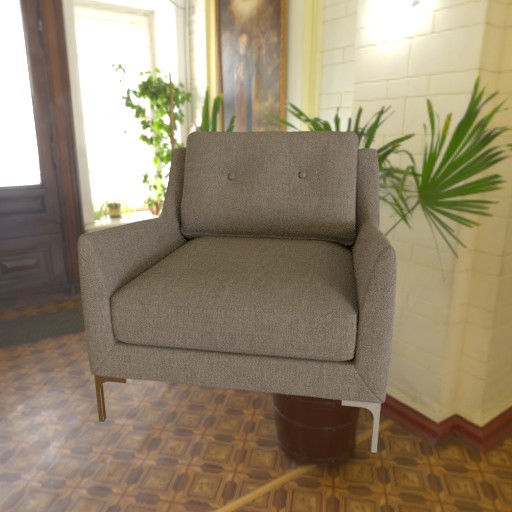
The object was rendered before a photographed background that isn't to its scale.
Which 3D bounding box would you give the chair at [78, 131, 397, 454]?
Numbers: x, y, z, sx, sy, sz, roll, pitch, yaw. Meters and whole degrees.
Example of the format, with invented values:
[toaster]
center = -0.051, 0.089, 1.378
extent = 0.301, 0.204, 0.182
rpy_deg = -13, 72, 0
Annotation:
[chair]
center = 0.000, 0.000, 1.513
extent = 0.847, 0.828, 0.849
rpy_deg = 3, 15, 10
